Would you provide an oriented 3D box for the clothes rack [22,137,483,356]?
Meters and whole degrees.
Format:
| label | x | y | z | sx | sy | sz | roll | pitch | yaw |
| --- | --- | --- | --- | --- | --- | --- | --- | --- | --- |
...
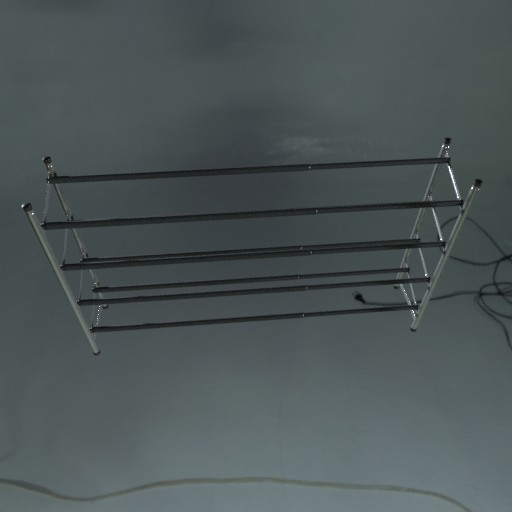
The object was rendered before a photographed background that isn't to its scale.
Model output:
| label | x | y | z | sx | sy | sz | roll | pitch | yaw |
| --- | --- | --- | --- | --- | --- | --- | --- | --- | --- |
| clothes rack | 0.000 | 0.000 | 1.430 | 1.168 | 0.672 | 0.229 | -4 | 46 | -3 |
